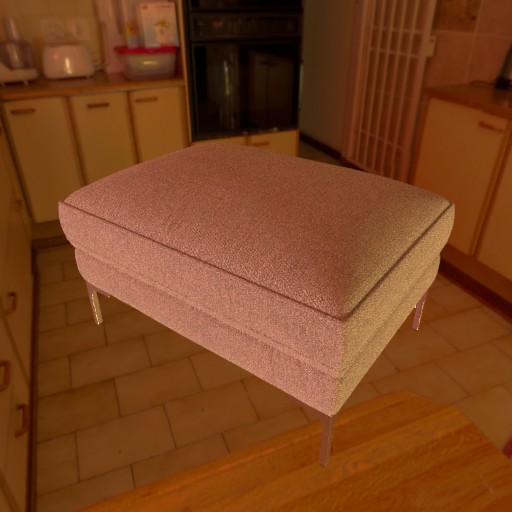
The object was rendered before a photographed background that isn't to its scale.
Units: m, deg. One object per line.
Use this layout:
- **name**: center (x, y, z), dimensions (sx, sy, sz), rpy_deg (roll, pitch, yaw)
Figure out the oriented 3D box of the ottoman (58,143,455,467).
- **ottoman**: center (0.000, 0.000, 1.144), dimensions (0.785, 0.464, 0.583), rpy_deg (21, 36, 31)
